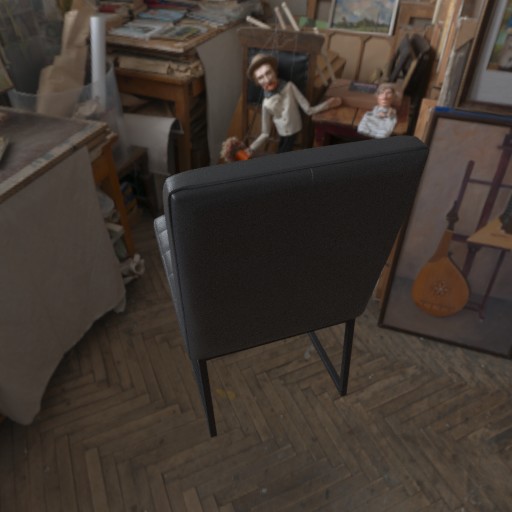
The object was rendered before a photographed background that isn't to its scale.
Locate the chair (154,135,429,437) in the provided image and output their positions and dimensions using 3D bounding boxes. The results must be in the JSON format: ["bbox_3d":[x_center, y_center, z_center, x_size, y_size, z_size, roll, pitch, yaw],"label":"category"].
[{"bbox_3d":[0.000,0.000,1.293,0.520,0.930,0.634,-12,43,-14],"label":"chair"}]
